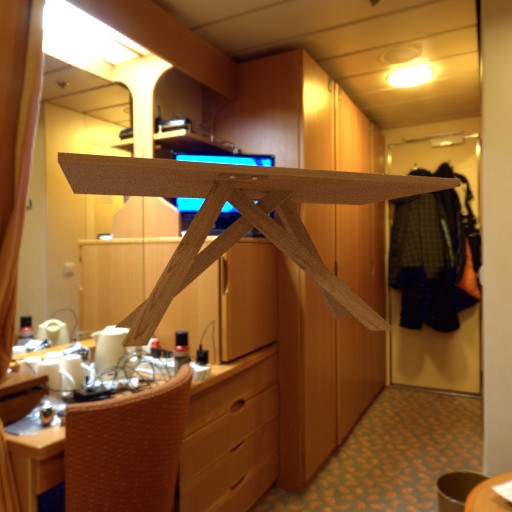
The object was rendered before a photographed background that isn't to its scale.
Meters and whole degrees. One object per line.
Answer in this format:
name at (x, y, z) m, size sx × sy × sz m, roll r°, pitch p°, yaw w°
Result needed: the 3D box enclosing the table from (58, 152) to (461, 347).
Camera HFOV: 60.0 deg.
table at (0.000, 0.000, 2.293) m, size 1.797 × 0.750 × 0.901 m, roll 0°, pitch 0°, yaw -19°
